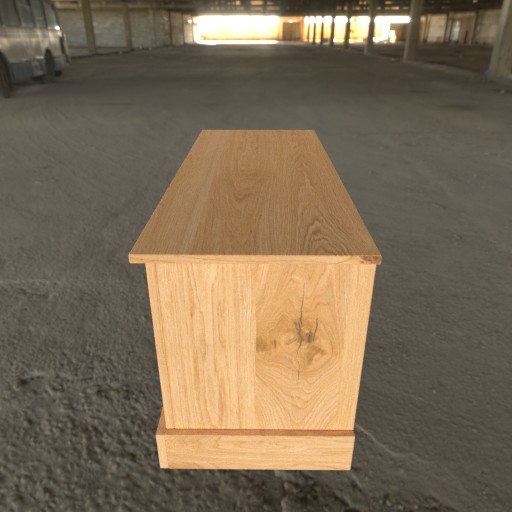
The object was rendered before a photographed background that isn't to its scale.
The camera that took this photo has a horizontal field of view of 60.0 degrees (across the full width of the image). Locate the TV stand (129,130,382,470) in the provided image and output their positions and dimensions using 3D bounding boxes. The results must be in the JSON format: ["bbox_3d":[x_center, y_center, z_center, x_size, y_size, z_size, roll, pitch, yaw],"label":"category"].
[{"bbox_3d":[0.000,0.000,1.362,0.440,0.550,1.080,0,27,1],"label":"TV stand"}]
